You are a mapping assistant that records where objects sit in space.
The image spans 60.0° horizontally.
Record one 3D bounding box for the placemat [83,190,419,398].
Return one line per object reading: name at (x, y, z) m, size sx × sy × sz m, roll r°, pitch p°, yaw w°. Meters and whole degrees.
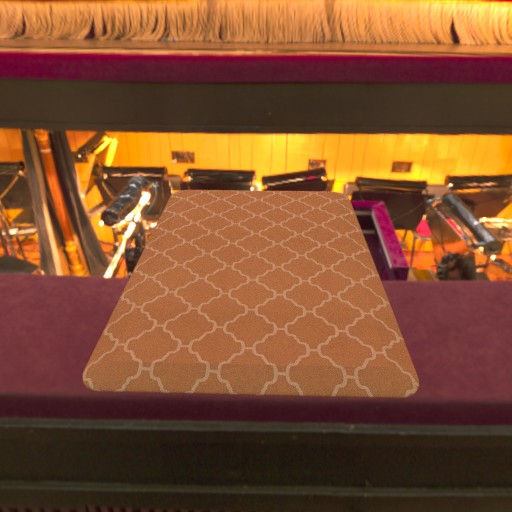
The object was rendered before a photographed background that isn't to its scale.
placemat at (0.000, 0.000, 0.964) m, size 0.508 × 0.021 × 0.762 m, roll 1°, pitch 31°, yaw 1°
